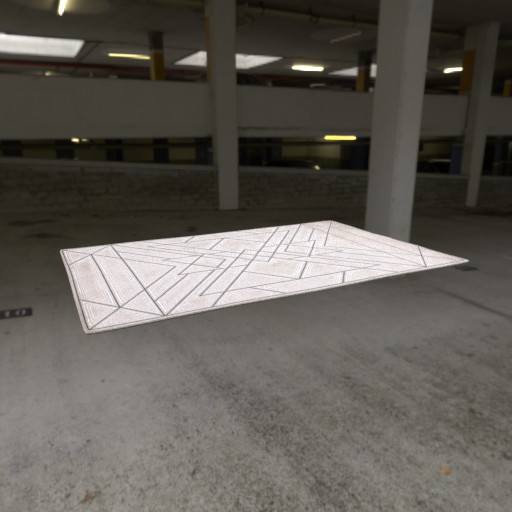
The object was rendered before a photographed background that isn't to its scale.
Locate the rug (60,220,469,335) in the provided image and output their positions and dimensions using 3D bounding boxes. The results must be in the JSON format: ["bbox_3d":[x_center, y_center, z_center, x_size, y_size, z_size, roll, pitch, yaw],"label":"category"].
[{"bbox_3d":[0.000,0.000,3.135,2.459,0.023,1.575,-8,18,-26],"label":"rug"}]
